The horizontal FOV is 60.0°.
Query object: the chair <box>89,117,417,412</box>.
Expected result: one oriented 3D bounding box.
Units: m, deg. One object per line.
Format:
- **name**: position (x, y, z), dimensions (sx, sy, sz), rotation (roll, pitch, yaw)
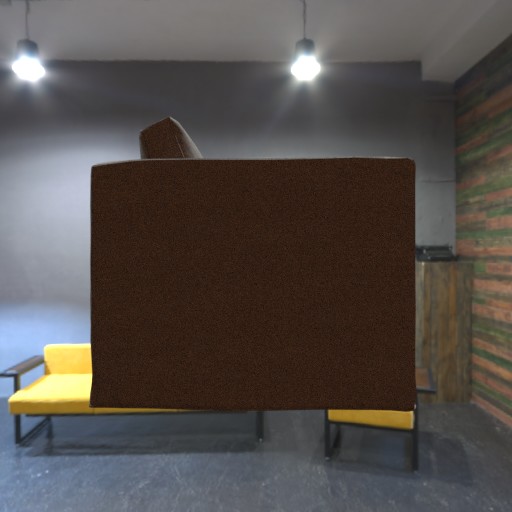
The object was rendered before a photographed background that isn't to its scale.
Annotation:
- **chair**: position (0.000, 0.000, 1.747), dimensions (0.949, 0.863, 1.057), rotation (0, 0, 1)
